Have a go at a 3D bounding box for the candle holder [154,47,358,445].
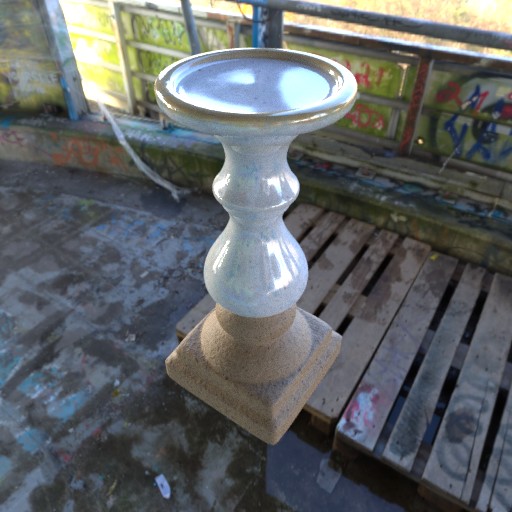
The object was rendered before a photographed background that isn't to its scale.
[{"bbox_3d":[0.000,0.000,0.301,0.110,0.239,0.110,25,47,26],"label":"candle holder"}]
